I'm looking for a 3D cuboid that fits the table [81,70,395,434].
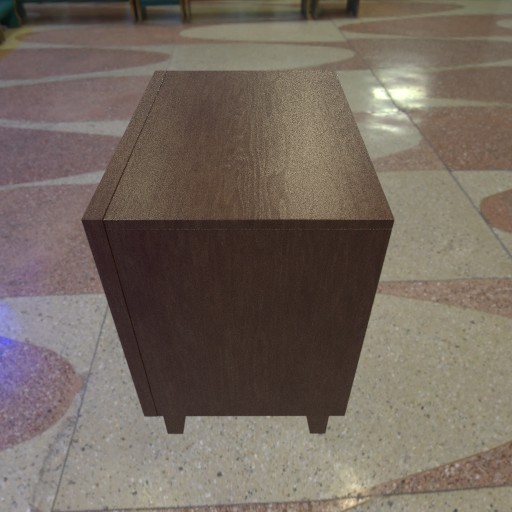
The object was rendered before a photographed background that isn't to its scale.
[{"bbox_3d":[0.000,0.000,0.976,0.449,0.609,0.557,0,41,0],"label":"table"}]
